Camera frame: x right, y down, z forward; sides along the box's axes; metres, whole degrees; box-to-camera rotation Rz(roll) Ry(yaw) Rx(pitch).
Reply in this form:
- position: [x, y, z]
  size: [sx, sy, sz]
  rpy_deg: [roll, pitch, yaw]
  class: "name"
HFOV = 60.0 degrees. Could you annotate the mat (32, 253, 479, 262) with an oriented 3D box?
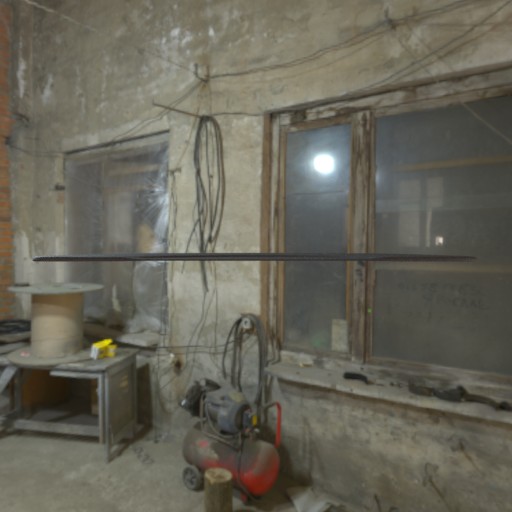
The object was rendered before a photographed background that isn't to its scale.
- position: [0.000, 0.000, 1.636]
  size: [1.220, 0.016, 0.917]
  rpy_deg: [0, 1, 0]
  class: "mat"
